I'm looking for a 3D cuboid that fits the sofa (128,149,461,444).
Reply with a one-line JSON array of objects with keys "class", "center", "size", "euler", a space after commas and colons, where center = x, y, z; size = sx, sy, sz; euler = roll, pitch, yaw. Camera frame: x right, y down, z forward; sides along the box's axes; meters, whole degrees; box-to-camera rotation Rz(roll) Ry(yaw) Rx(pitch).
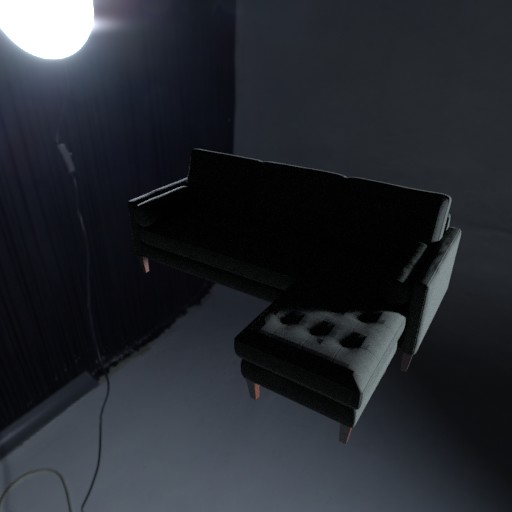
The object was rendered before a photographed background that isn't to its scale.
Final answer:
[{"class": "sofa", "center": [0.000, 0.000, 2.873], "size": [2.178, 0.876, 1.506], "euler": [17, 33, 28]}]
